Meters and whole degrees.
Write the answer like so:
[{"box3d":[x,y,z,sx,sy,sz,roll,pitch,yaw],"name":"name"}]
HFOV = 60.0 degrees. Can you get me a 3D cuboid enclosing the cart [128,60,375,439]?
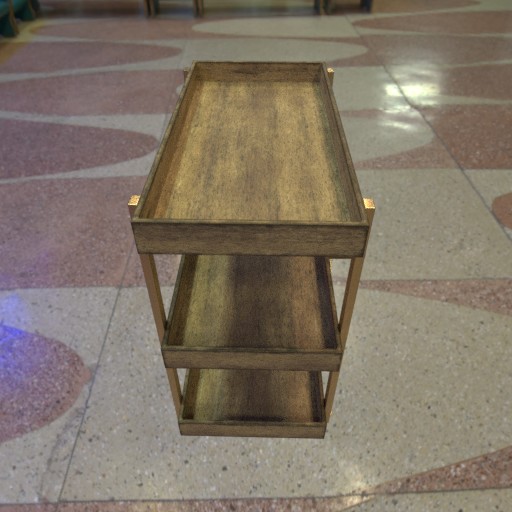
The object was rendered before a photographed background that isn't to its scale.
[{"box3d":[0.000,0.000,1.228,0.416,0.799,0.750,1,42,1],"name":"cart"}]
